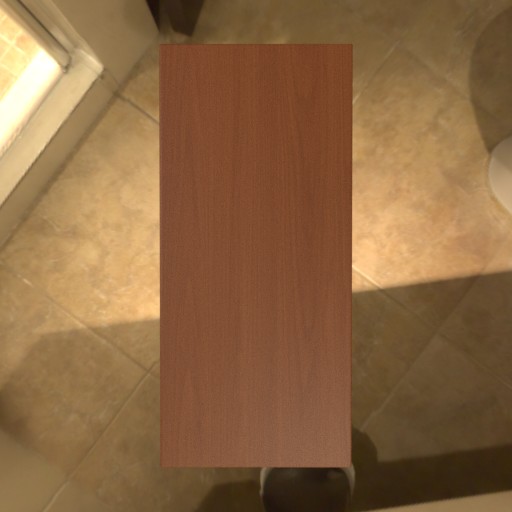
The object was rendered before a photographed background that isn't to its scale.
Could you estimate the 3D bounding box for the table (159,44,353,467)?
[{"bbox_3d":[0.000,0.000,1.349,0.500,0.400,1.100,0,91,0],"label":"table"}]
